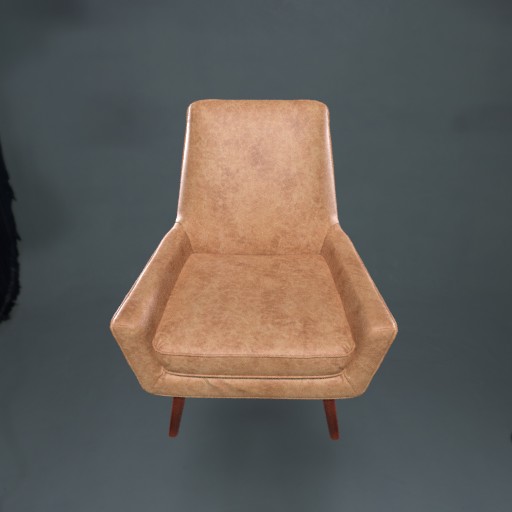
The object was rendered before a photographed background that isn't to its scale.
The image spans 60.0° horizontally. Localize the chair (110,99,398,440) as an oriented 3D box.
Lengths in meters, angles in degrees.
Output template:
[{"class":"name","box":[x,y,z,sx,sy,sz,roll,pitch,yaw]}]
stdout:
[{"class":"chair","box":[0.000,0.000,1.507,0.753,0.883,0.851,1,31,1]}]
